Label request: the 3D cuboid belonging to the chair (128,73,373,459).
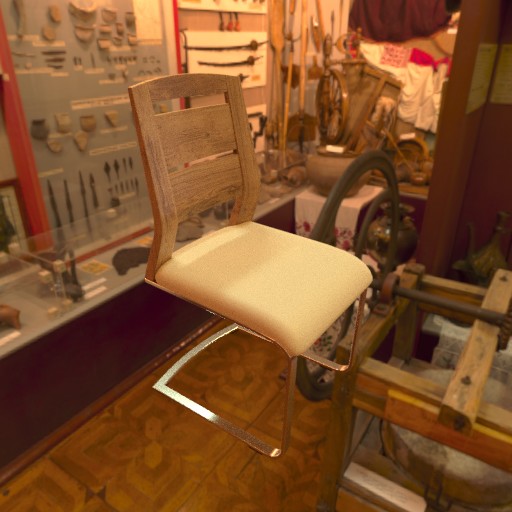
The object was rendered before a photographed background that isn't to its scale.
[{"bbox_3d":[0.000,0.000,1.277,0.561,0.955,0.457,17,31,31],"label":"chair"}]
